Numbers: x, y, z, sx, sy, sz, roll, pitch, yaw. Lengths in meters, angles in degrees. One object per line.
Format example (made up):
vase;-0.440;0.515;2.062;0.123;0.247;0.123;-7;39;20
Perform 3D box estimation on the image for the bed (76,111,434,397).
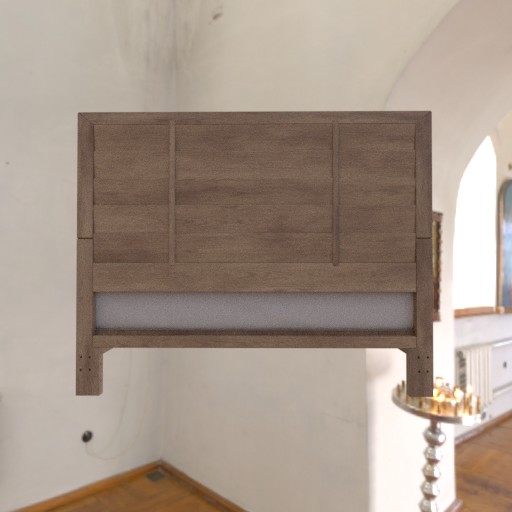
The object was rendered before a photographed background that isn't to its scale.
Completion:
bed;0.000;0.000;3.554;2.032;1.626;2.062;0;-1;1
